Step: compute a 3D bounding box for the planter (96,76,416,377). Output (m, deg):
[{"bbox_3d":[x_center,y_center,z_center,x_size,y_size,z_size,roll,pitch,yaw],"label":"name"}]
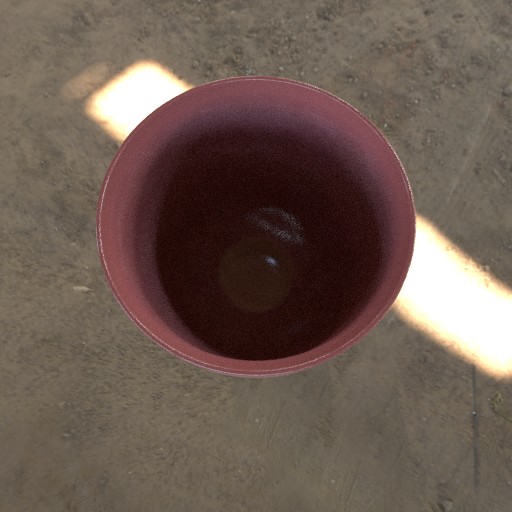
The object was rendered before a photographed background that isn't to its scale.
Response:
[{"bbox_3d":[0.000,0.000,0.496,0.266,0.270,0.266,0,74,0],"label":"planter"}]
